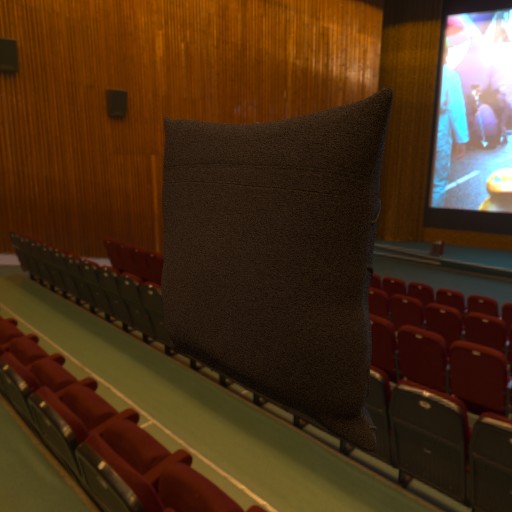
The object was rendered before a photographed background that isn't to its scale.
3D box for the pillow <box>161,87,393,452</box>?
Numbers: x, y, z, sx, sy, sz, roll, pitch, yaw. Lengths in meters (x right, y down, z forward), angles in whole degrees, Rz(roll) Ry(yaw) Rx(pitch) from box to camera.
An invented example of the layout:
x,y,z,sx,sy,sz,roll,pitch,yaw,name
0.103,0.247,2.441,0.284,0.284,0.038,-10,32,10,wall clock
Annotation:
x,y,z,sx,sy,sz,roll,pitch,yaw,name
0.000,0.000,0.669,0.439,0.440,0.183,12,18,43,pillow
